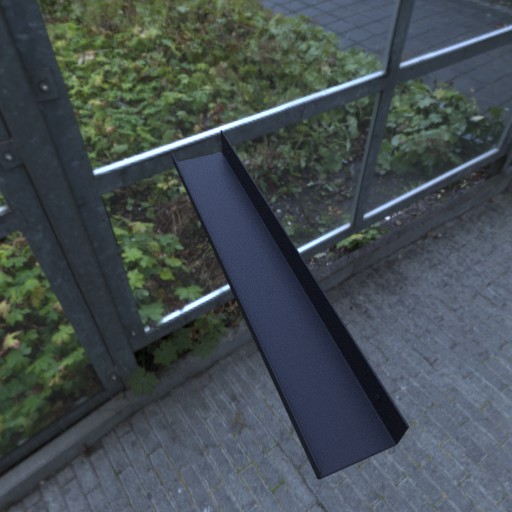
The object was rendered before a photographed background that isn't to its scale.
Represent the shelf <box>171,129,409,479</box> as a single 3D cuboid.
[{"bbox_3d":[0.000,0.000,0.654,0.102,0.053,0.605,-16,50,-14],"label":"shelf"}]
